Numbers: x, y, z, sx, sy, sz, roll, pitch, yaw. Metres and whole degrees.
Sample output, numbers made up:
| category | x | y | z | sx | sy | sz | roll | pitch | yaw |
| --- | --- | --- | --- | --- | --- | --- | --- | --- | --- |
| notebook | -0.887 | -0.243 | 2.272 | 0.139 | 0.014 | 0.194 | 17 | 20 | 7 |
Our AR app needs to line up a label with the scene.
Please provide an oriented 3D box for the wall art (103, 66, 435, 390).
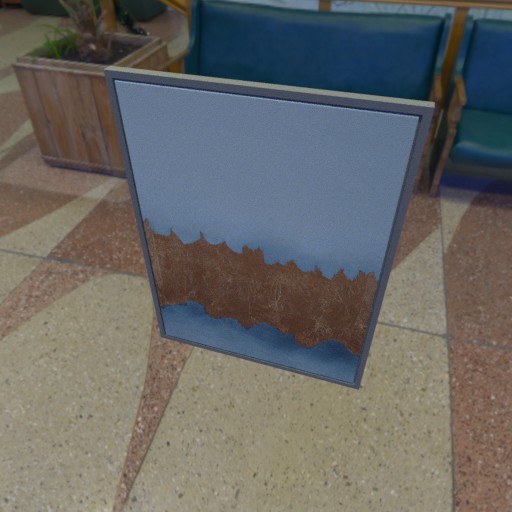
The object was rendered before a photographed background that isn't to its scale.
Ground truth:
| category | x | y | z | sx | sy | sz | roll | pitch | yaw |
| --- | --- | --- | --- | --- | --- | --- | --- | --- | --- |
| wall art | 0.000 | 0.000 | 1.363 | 0.789 | 1.042 | 0.034 | 12 | 42 | 13 |
